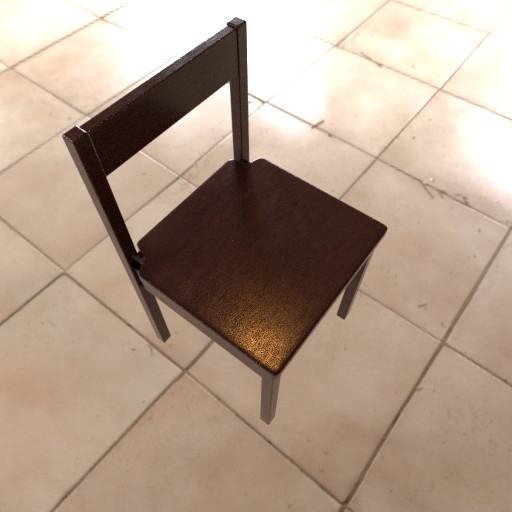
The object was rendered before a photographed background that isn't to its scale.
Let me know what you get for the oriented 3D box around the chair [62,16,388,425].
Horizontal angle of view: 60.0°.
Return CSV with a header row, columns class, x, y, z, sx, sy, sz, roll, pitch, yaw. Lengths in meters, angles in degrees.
class,x,y,z,sx,sy,sz,roll,pitch,yaw
chair,0.000,0.000,0.864,0.361,0.668,0.367,33,63,19
